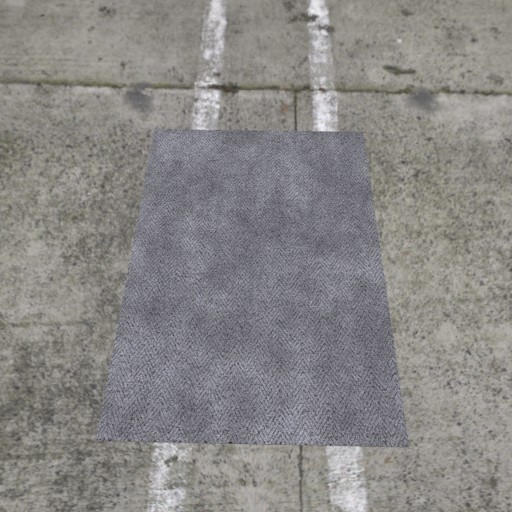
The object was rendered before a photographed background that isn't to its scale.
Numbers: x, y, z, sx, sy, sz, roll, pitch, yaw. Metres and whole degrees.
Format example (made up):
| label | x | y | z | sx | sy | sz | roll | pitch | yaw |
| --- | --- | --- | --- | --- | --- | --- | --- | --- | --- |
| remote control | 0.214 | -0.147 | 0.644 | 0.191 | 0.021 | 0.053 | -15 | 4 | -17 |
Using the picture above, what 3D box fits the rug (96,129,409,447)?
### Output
| label | x | y | z | sx | sy | sz | roll | pitch | yaw |
| --- | --- | --- | --- | --- | --- | --- | --- | --- | --- |
| rug | 0.000 | 0.000 | 2.833 | 1.600 | 0.008 | 2.235 | 1 | 59 | 1 |
